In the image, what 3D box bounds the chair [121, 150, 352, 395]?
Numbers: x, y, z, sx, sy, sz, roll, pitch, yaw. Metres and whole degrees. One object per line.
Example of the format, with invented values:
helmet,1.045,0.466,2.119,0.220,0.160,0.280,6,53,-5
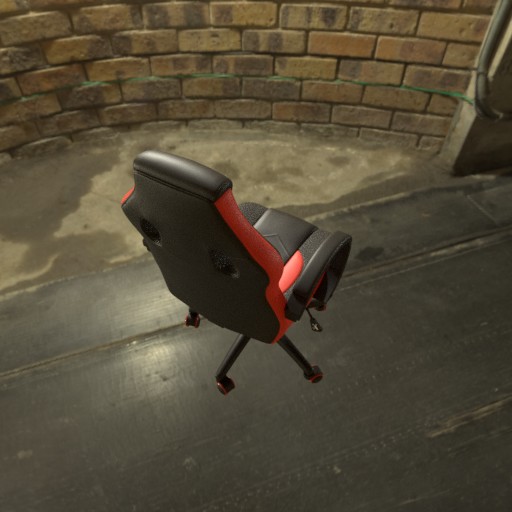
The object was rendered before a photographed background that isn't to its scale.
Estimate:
chair,0.000,0.000,1.423,0.600,1.016,0.642,24,51,21
